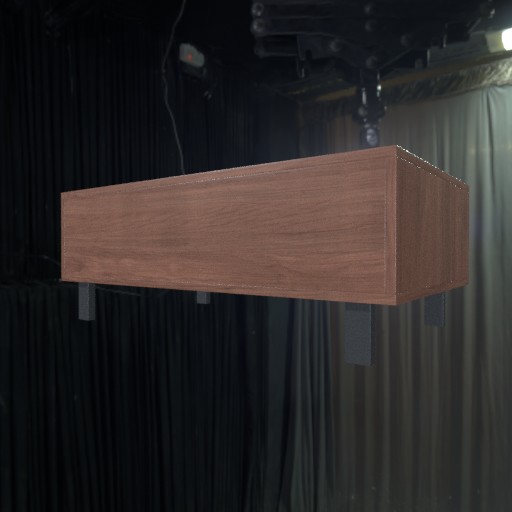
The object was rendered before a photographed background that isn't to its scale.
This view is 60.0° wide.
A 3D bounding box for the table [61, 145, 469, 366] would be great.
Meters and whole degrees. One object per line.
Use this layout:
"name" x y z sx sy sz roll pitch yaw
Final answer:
"table" 0.000 0.000 1.278 1.020 0.380 0.600 1 1 37
